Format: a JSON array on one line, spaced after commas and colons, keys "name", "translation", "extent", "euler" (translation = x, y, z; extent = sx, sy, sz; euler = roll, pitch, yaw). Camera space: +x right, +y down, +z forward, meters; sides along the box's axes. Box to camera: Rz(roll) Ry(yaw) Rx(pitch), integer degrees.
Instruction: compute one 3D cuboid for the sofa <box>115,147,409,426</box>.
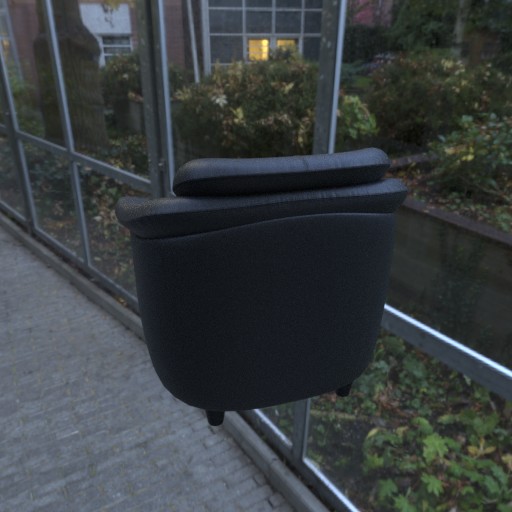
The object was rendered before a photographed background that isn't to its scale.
[{"name": "sofa", "translation": [0.000, 0.000, 1.489], "extent": [0.870, 0.811, 0.794], "euler": [-7, 26, -15]}]
